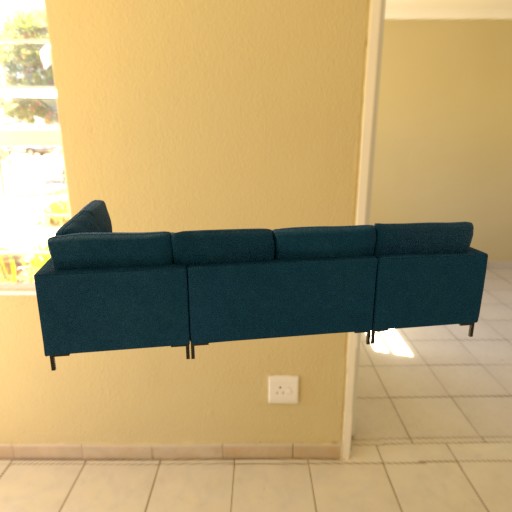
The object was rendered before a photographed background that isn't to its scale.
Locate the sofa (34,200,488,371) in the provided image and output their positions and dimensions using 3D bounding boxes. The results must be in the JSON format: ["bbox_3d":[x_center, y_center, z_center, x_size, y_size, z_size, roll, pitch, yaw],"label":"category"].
[{"bbox_3d":[0.000,0.000,4.274,3.434,0.992,2.055,-3,16,-9],"label":"sofa"}]
